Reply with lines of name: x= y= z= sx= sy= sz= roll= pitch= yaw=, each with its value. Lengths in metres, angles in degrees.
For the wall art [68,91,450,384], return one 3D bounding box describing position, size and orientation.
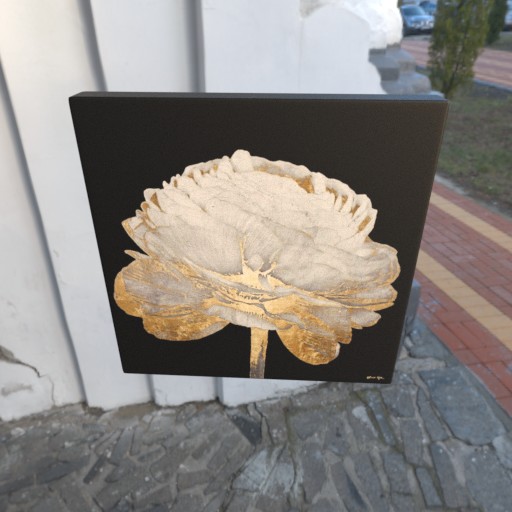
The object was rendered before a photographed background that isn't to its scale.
wall art: x=0.000 y=0.000 z=0.587 sx=0.406 sy=0.407 sz=0.041 roll=2 pitch=30 yaw=3
